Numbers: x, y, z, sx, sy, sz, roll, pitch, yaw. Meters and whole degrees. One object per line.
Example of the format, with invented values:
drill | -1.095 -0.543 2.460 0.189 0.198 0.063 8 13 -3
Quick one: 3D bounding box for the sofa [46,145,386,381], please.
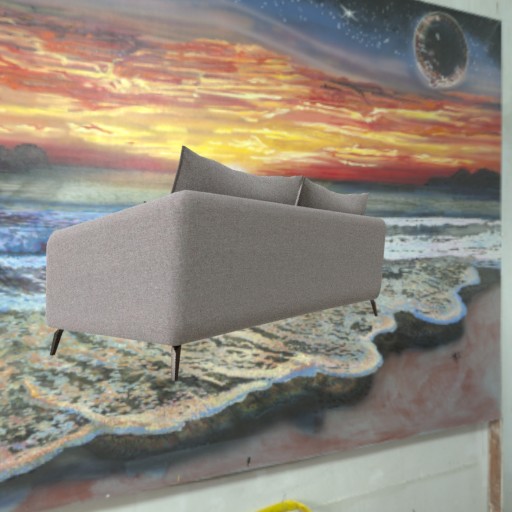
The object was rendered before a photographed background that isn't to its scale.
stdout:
sofa | 0.000 0.000 2.473 0.809 0.833 2.022 1 1 37
